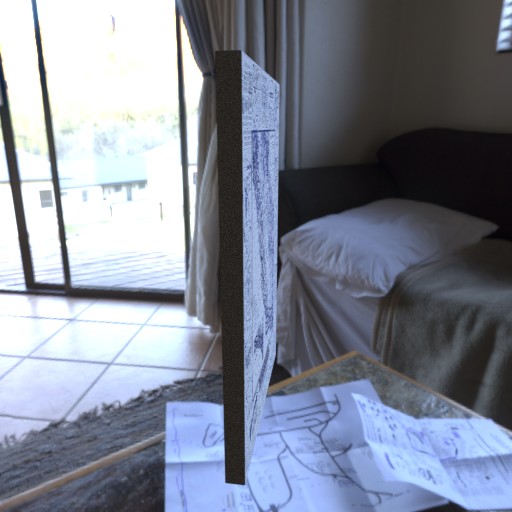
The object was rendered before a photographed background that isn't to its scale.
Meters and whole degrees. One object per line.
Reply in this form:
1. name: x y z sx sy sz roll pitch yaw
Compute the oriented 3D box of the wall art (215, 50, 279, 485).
1. wall art: 0.000 0.000 0.976 0.039 0.753 0.511 2 16 9
